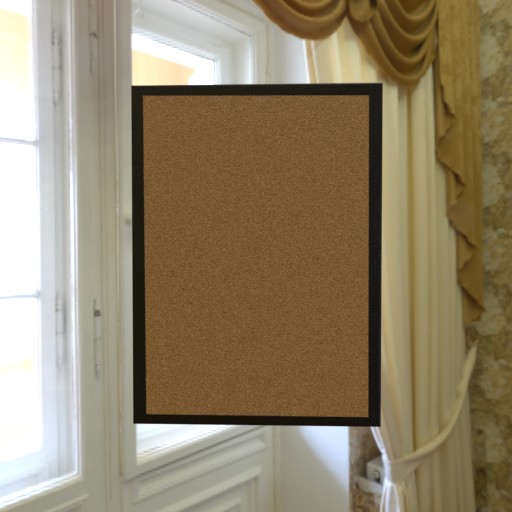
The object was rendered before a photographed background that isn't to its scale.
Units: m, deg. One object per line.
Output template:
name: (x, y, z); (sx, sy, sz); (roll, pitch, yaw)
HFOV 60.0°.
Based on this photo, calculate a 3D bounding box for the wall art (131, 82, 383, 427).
wall art: (0.000, 0.000, 0.861); (0.480, 0.657, 0.016); (0, 1, 2)
